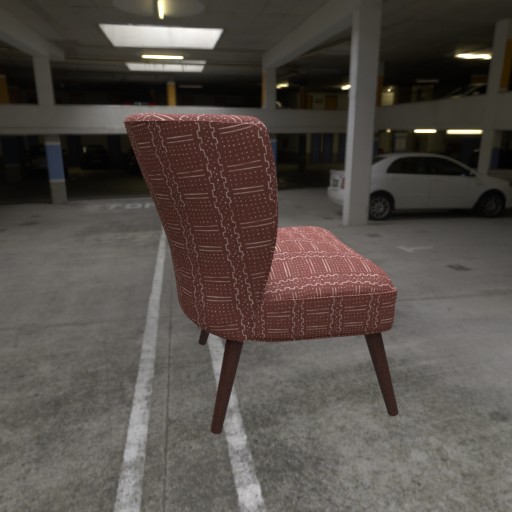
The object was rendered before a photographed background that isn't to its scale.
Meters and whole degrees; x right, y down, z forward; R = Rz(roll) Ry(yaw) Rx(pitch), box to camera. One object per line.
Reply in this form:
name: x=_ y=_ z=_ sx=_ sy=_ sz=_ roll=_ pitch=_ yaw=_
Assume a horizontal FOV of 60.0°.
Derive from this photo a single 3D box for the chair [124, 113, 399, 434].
chair: x=0.000 y=0.000 z=1.431 sx=0.758 sy=0.866 sz=0.706 roll=-3 pitch=16 yaw=-10
